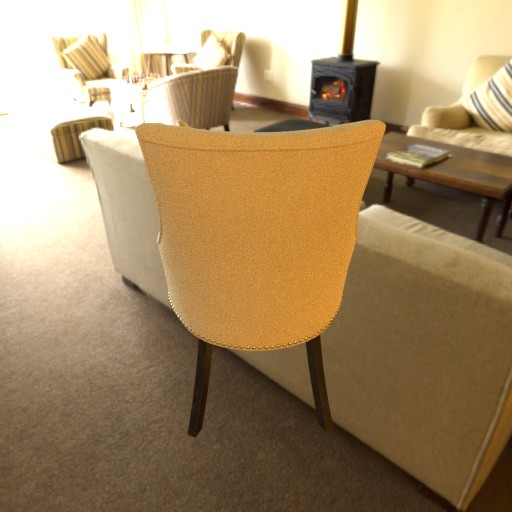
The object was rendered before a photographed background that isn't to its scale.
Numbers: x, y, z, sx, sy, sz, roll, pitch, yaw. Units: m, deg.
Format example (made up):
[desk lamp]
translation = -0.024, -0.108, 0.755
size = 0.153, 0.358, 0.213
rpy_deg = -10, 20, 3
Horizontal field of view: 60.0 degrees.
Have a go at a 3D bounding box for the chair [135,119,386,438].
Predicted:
[chair]
translation = 0.000, 0.000, 1.326
size = 0.566, 0.909, 0.629
rpy_deg = -1, 31, -2
